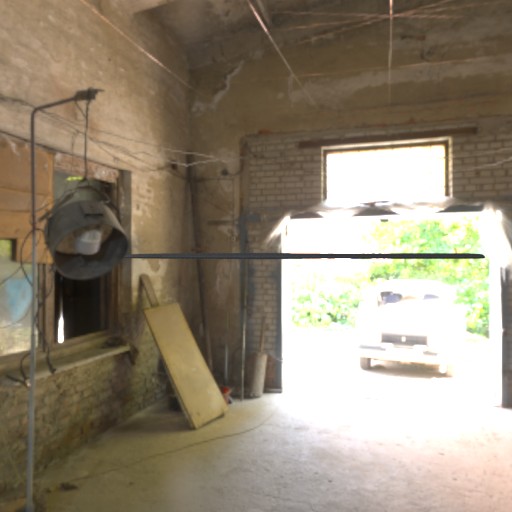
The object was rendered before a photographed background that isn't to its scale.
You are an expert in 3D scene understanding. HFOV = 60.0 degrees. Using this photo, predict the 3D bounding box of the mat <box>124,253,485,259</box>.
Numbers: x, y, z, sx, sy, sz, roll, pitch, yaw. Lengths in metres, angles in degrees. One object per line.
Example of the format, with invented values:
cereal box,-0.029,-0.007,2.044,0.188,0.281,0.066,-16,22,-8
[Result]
mat,0.000,0.000,1.614,0.917,0.016,1.220,0,0,-20
